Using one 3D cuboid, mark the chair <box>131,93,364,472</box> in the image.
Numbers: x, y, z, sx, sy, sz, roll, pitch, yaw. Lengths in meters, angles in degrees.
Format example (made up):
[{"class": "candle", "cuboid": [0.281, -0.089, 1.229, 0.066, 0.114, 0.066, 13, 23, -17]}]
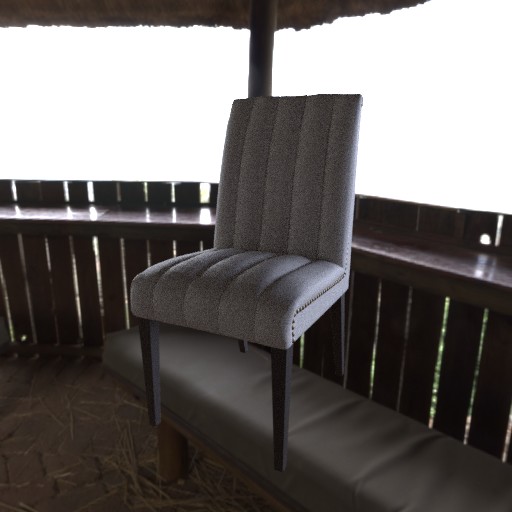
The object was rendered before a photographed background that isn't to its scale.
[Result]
[{"class": "chair", "cuboid": [0.000, 0.000, 1.403, 0.511, 1.016, 0.647, 7, 16, 26]}]
